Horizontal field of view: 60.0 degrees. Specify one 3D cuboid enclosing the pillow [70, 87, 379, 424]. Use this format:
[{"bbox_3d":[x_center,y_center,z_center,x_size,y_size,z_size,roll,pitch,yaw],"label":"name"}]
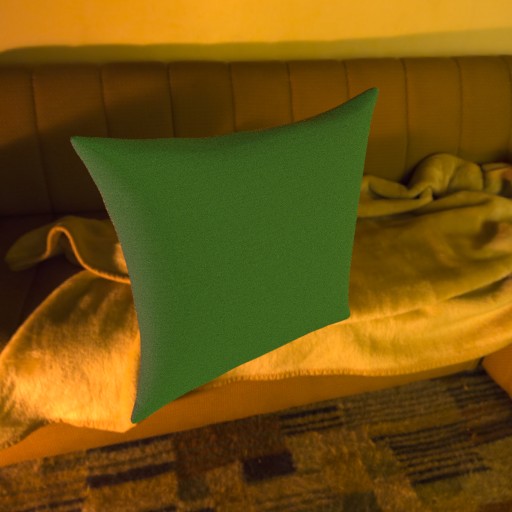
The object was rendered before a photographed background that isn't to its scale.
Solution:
[{"bbox_3d":[0.000,0.000,0.755,0.514,0.497,0.150,-19,36,-29],"label":"pillow"}]
